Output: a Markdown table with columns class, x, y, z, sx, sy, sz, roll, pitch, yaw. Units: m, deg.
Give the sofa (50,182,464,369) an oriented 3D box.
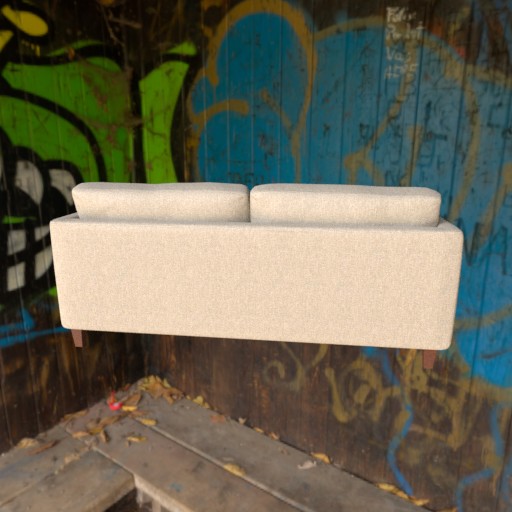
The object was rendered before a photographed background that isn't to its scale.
| class | x | y | z | sx | sy | sz | roll | pitch | yaw |
| --- | --- | --- | --- | --- | --- | --- | --- | --- | --- |
| sofa | 0.000 | 0.000 | 2.811 | 2.208 | 0.963 | 0.956 | 2 | 15 | 7 |
